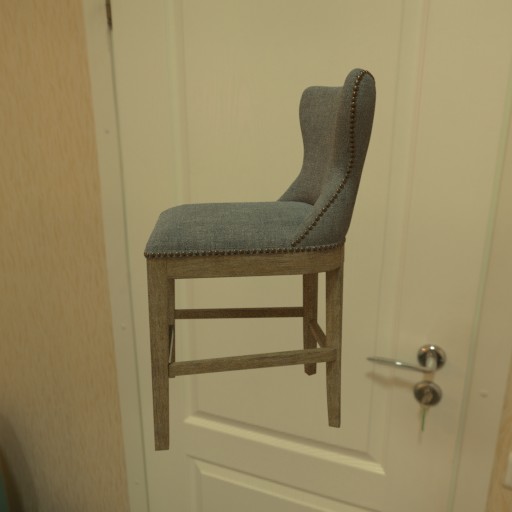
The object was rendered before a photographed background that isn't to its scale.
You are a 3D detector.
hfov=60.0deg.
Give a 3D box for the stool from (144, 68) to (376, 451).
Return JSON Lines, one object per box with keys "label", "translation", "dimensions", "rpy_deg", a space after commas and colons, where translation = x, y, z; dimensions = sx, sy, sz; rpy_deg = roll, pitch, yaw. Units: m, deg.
{"label": "stool", "translation": [0.000, 0.000, 1.307], "dimensions": [0.608, 0.981, 0.498], "rpy_deg": [-2, 16, -7]}
